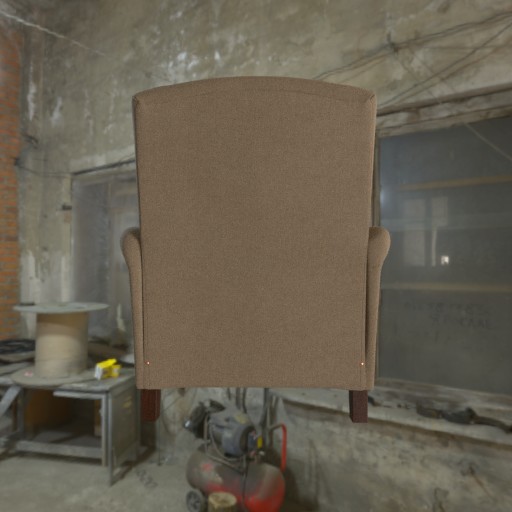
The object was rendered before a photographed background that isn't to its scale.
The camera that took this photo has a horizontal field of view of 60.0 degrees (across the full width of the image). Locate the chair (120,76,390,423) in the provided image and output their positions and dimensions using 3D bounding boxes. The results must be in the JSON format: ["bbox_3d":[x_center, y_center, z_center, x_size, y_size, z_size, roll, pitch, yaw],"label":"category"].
[{"bbox_3d":[0.000,0.000,1.737,0.978,1.061,0.905,0,-2,1],"label":"chair"}]
